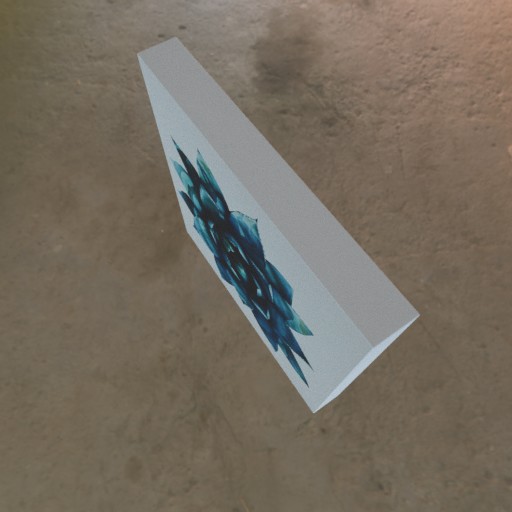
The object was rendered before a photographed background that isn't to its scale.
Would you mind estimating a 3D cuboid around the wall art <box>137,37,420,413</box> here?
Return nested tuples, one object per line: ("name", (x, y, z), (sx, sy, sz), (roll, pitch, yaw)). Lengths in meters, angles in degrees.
("wall art", (0.000, 0.000, 0.460), (0.038, 0.305, 0.305), (-31, 68, -14))
